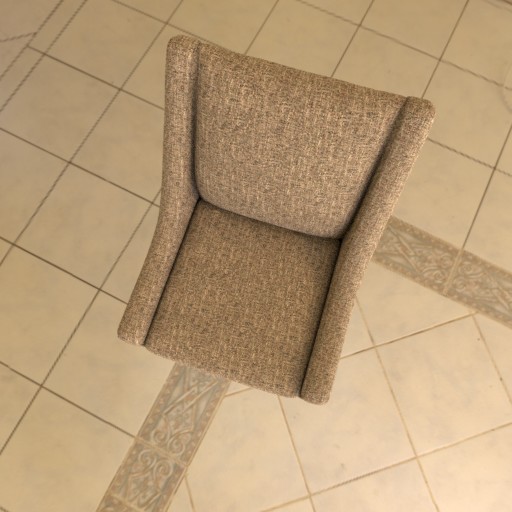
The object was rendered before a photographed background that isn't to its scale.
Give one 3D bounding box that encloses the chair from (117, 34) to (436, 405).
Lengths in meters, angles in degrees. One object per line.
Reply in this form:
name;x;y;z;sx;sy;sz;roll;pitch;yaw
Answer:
chair;0.000;0.000;1.574;0.774;1.014;0.870;17;76;4
